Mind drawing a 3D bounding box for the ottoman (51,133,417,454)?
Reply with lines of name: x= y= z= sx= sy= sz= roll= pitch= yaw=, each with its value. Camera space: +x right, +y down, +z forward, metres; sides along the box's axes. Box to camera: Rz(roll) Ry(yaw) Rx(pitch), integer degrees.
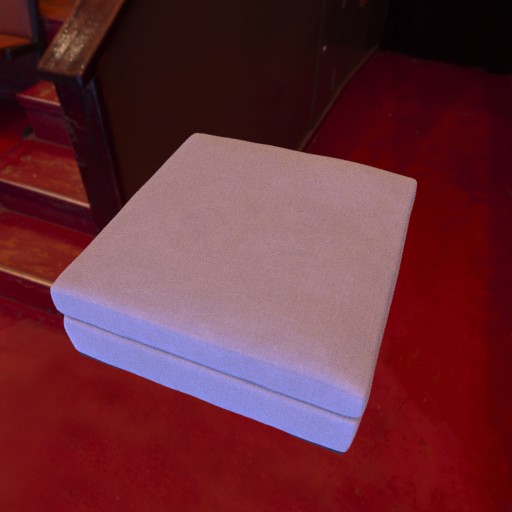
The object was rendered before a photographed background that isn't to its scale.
ottoman: x=0.000 y=0.000 z=1.897 sx=1.171 sy=0.517 sz=1.203 roll=16 pitch=48 yaw=15
